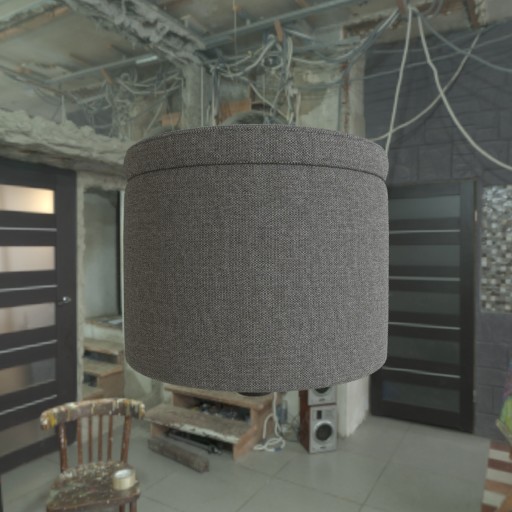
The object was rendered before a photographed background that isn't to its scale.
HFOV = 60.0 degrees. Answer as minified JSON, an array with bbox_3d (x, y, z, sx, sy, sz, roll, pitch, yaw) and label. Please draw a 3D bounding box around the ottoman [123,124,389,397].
[{"bbox_3d":[0.000,0.000,0.907,0.520,0.430,0.520,0,1,0],"label":"ottoman"}]
